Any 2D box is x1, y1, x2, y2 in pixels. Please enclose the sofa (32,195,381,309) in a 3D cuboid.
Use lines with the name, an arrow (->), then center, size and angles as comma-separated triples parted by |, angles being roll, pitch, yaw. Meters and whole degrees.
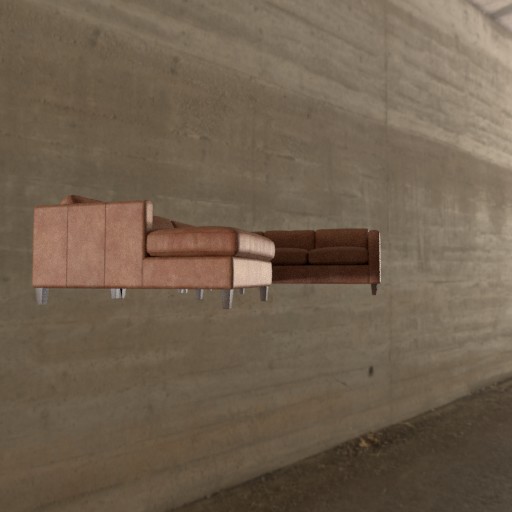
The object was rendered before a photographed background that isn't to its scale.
sofa -> 0.000, 0.000, 4.519 | 2.430, 0.832, 3.401 | -1, -3, 16
